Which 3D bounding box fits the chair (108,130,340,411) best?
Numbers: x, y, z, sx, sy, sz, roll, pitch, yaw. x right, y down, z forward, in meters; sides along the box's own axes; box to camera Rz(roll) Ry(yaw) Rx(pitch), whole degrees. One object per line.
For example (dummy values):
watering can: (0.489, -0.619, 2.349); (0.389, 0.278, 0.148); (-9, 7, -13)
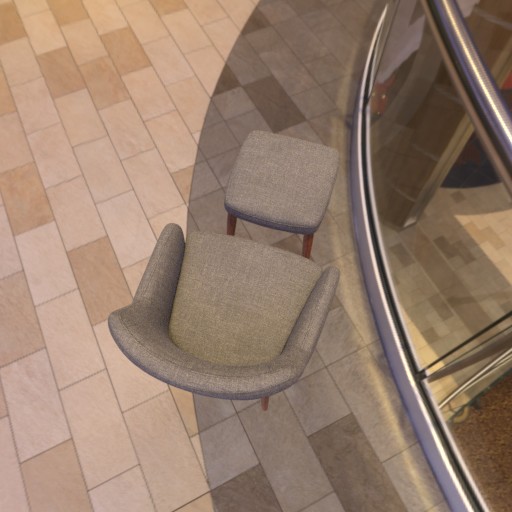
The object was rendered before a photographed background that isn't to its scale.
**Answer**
chair: (0.000, 0.000, 1.572); (0.584, 0.799, 1.107); (15, 64, 8)
